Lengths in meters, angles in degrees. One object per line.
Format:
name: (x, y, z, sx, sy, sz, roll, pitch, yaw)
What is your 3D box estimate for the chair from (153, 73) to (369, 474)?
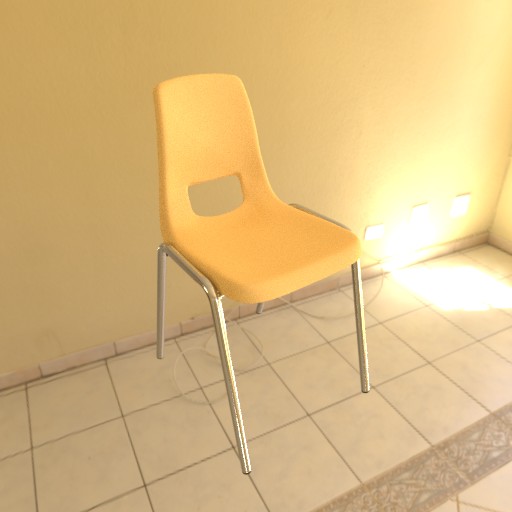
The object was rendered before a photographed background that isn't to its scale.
chair: (0.000, 0.000, 0.973, 0.381, 0.704, 0.436, -20, 35, -32)
